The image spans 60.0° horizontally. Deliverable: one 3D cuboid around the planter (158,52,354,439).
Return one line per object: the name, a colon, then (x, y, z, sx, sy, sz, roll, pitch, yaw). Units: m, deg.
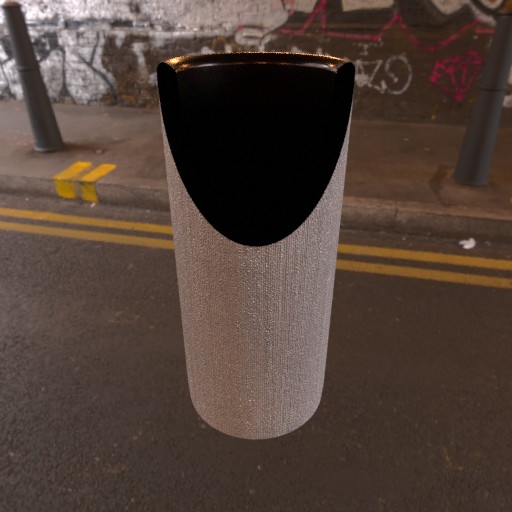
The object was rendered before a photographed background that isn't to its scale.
planter: (0.000, 0.000, 0.127, 0.045, 0.103, 0.045, -22, 36, -33)
